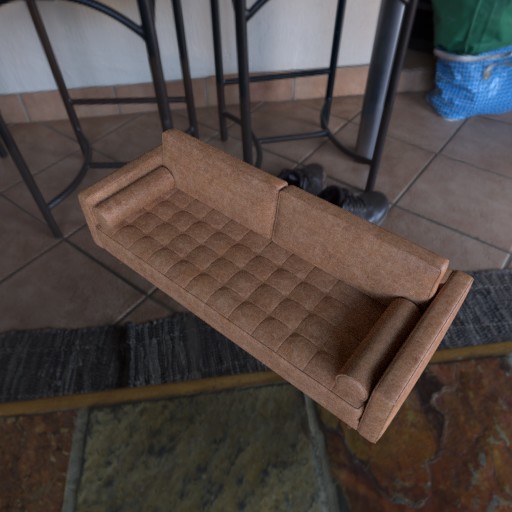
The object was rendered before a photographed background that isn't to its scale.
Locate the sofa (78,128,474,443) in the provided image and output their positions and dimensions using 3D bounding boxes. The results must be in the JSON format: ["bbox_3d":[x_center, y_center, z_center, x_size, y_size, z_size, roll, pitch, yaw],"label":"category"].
[{"bbox_3d":[0.000,0.000,2.649,2.200,0.770,0.919,31,54,26],"label":"sofa"}]
